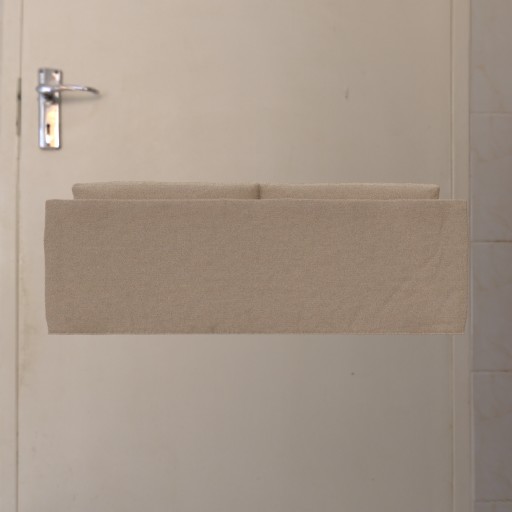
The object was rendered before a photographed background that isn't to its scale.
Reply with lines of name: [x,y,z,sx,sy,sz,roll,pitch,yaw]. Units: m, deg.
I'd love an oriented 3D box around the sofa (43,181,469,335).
sofa: [0.000,0.000,2.839,2.312,0.853,0.962,0,0,0]
